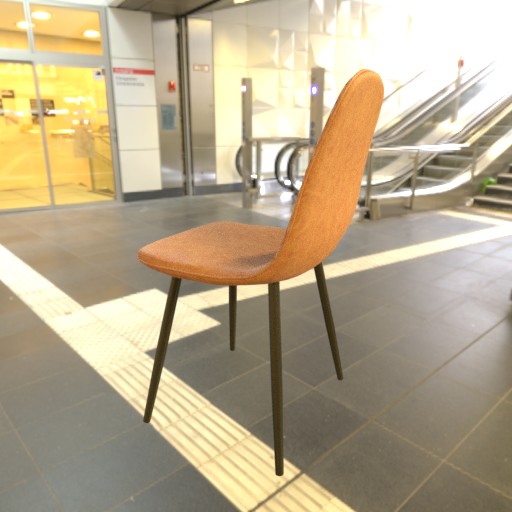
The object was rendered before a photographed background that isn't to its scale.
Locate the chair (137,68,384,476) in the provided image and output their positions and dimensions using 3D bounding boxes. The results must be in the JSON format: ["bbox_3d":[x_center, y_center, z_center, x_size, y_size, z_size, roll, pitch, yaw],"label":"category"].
[{"bbox_3d":[0.000,0.000,1.175,0.561,0.889,0.472,9,19,27],"label":"chair"}]
